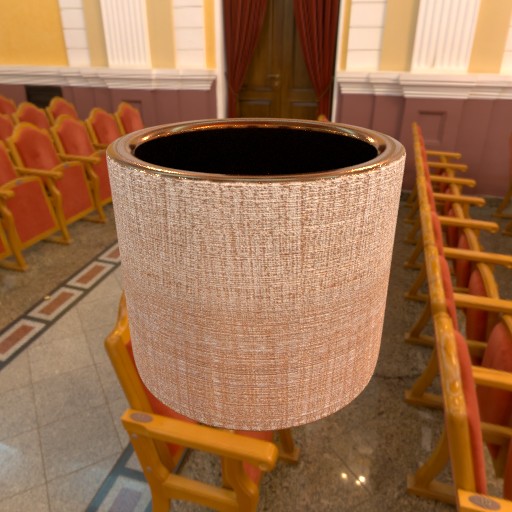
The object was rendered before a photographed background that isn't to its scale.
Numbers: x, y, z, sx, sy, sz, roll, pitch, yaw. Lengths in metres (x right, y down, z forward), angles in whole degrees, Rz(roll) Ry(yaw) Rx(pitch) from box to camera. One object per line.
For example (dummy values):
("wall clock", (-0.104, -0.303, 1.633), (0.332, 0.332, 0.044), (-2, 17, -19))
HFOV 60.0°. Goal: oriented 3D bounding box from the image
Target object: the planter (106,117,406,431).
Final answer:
("planter", (0.000, 0.000, 0.302), (0.177, 0.157, 0.177), (0, 26, 0))
